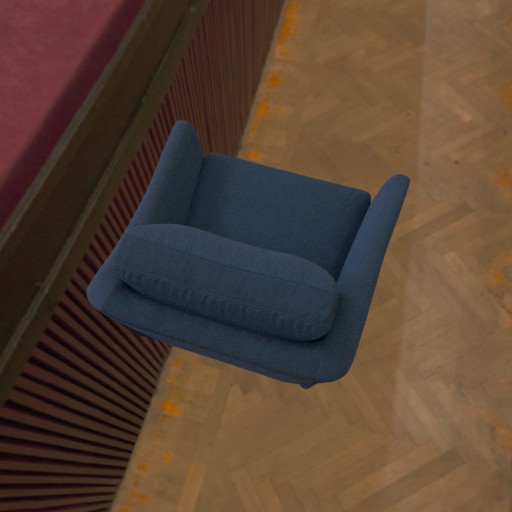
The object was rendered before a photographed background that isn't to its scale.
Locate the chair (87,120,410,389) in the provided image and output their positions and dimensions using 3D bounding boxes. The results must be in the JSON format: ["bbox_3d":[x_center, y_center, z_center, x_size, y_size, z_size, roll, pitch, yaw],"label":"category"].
[{"bbox_3d":[0.000,0.000,1.732,0.987,0.899,0.961,16,64,8],"label":"chair"}]
